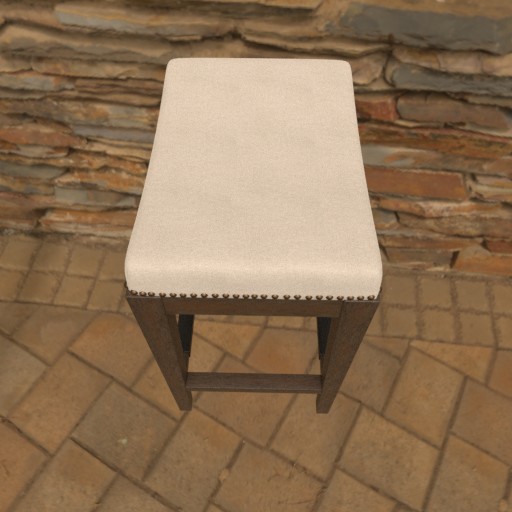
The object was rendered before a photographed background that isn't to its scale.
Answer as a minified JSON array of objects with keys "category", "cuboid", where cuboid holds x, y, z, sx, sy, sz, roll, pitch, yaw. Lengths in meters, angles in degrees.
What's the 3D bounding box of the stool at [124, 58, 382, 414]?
[{"category":"stool","cuboid":[0.000,0.000,0.953,0.361,0.642,0.500,1,57,1]}]
